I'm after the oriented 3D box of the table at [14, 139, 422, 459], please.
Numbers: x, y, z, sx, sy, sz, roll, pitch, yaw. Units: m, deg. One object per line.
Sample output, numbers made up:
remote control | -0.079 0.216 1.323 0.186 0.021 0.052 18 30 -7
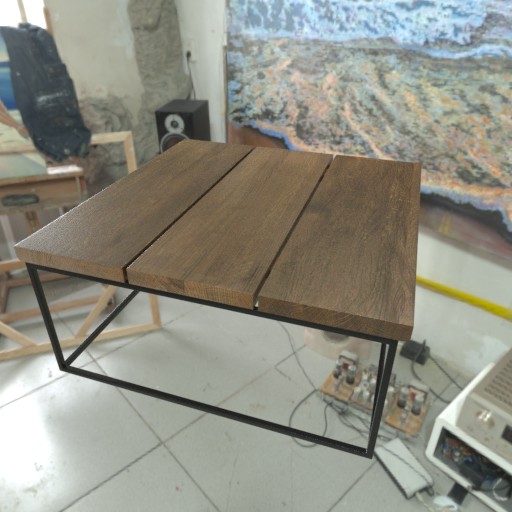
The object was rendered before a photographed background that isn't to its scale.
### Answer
table | 0.000 0.000 1.386 0.900 0.400 0.900 10 33 16
